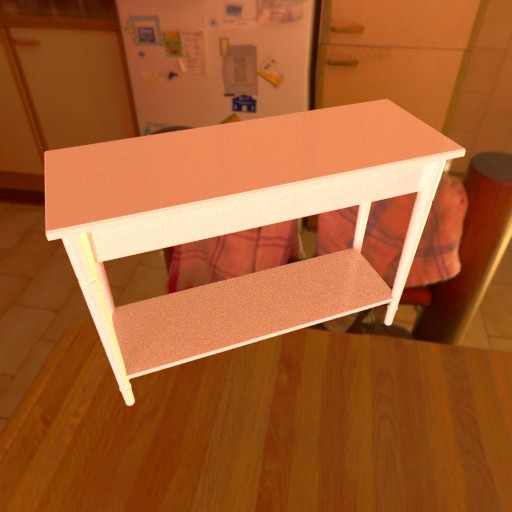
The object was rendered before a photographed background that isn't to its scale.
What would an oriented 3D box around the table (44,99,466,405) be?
[{"bbox_3d":[0.000,0.000,1.432,1.067,0.749,0.381,-14,42,-15],"label":"table"}]
